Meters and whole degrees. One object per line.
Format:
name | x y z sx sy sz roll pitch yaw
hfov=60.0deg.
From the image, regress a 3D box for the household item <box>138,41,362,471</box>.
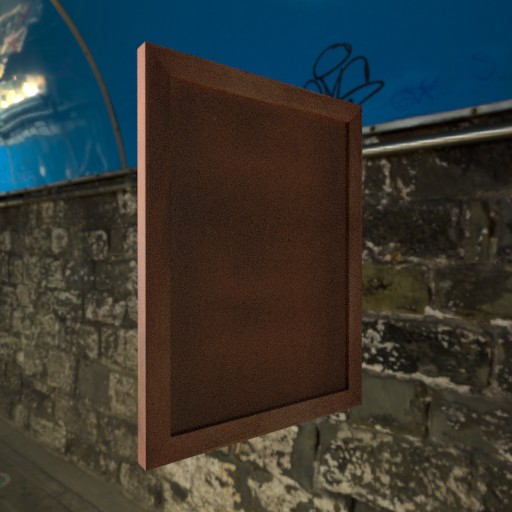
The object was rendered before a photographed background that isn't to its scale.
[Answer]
household item | 0.000 0.000 0.538 0.310 0.407 0.067 0 0 -36
